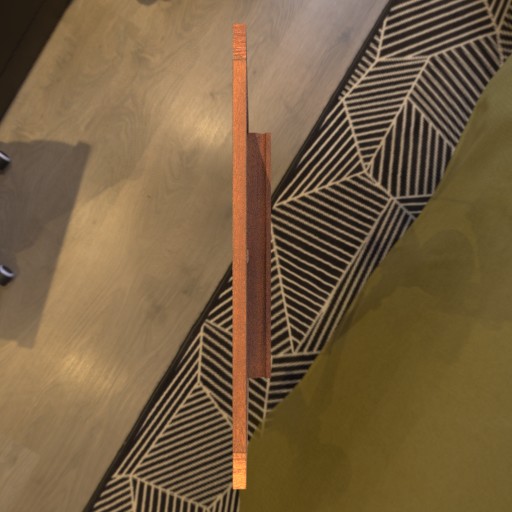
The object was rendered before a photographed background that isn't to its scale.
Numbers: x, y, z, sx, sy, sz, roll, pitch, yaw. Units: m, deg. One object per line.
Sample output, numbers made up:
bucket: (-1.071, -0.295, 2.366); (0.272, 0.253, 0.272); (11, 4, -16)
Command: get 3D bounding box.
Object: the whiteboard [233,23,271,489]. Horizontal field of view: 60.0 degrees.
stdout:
whiteboard: (0.000, 0.000, 1.024); (0.083, 0.559, 0.783); (0, 90, 0)
